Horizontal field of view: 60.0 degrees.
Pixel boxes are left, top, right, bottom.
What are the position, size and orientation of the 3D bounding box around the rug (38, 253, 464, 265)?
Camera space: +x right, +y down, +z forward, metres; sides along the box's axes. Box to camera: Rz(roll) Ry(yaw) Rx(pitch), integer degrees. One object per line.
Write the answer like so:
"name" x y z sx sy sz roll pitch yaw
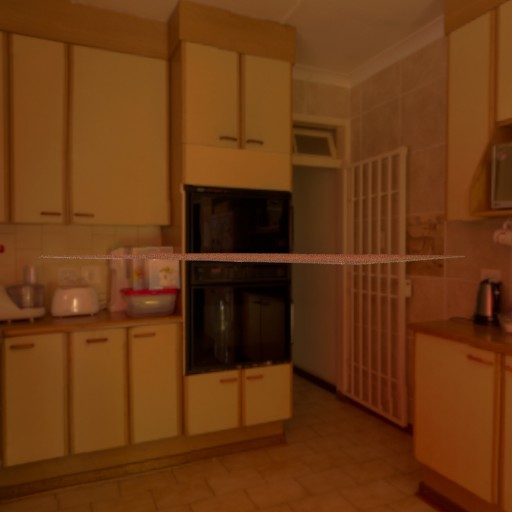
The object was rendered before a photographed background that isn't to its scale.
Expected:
"rug" 0.000 0.000 4.059 3.068 0.021 2.456 1 1 36
